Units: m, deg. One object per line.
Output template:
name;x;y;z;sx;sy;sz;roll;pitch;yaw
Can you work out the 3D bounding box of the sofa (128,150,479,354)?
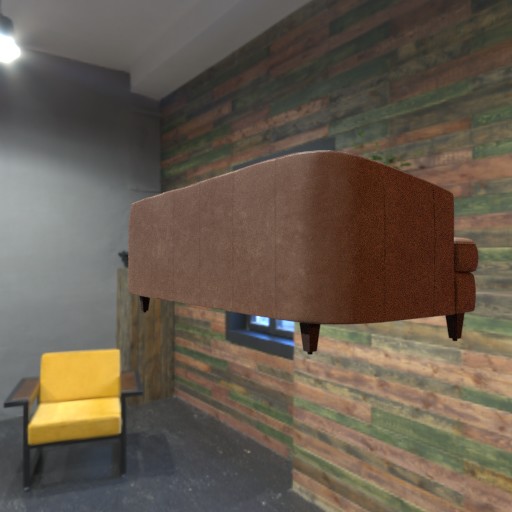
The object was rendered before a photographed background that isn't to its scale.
sofa;0.000;0.000;2.660;0.922;0.791;2.257;1;-1;-35
